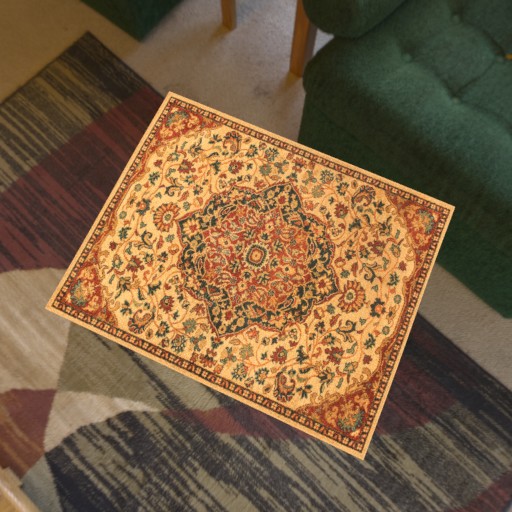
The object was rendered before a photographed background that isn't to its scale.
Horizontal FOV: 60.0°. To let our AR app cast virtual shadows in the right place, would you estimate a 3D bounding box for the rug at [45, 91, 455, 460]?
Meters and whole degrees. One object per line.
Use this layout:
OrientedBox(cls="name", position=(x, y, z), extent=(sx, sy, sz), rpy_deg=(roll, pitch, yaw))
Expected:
OrientedBox(cls="rug", position=(0.000, 0.000, 4.112), extent=(3.067, 0.005, 2.454), rpy_deg=(24, 77, 6))
